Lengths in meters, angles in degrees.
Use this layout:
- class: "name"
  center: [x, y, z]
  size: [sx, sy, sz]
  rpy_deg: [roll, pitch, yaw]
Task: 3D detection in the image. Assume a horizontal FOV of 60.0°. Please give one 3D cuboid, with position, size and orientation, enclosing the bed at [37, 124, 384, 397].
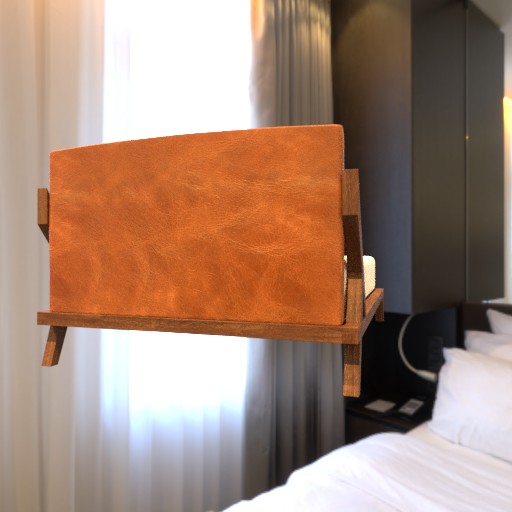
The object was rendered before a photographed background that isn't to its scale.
- class: "bed"
  center: [0.000, 0.000, 3.161]
  size: [1.651, 1.168, 2.311]
  rpy_deg: [0, 0, 19]
